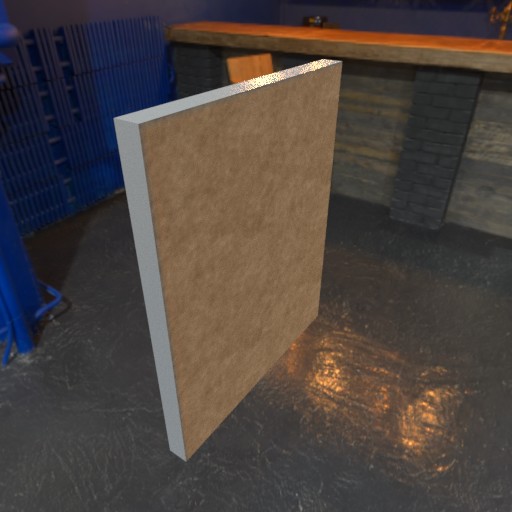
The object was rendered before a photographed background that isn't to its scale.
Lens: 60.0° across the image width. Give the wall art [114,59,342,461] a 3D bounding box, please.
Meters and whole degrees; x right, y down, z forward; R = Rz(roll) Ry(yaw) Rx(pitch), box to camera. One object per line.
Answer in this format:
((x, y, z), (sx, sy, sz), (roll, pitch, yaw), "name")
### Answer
((0.000, 0.000, 0.747), (0.037, 0.554, 0.453), (21, 38, 29), "wall art")
